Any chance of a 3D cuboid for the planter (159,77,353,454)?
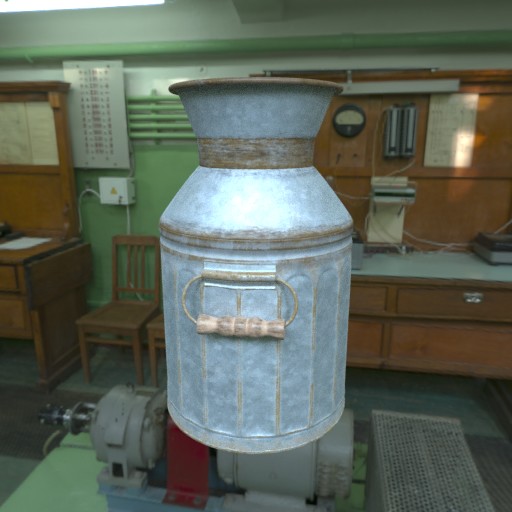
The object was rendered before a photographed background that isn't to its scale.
[{"bbox_3d":[0.000,0.000,0.501,0.215,0.358,0.248,2,15,8],"label":"planter"}]
